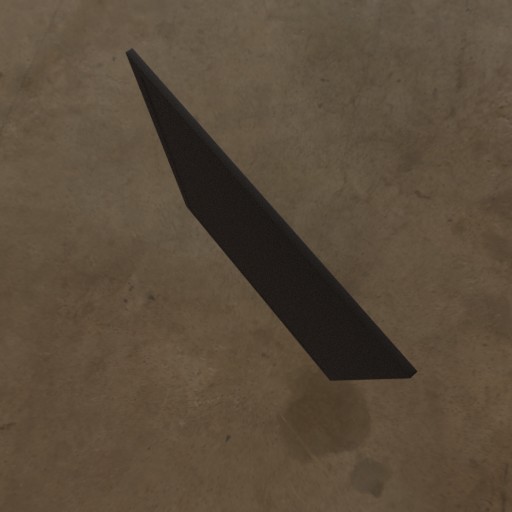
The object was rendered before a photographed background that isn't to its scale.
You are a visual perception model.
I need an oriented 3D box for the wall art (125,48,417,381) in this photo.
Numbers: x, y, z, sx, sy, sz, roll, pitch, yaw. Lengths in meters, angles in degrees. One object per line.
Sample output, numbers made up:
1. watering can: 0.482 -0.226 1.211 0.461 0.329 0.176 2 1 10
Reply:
1. wall art: 0.000 0.000 0.823 0.012 0.558 0.562 -38 77 -10
